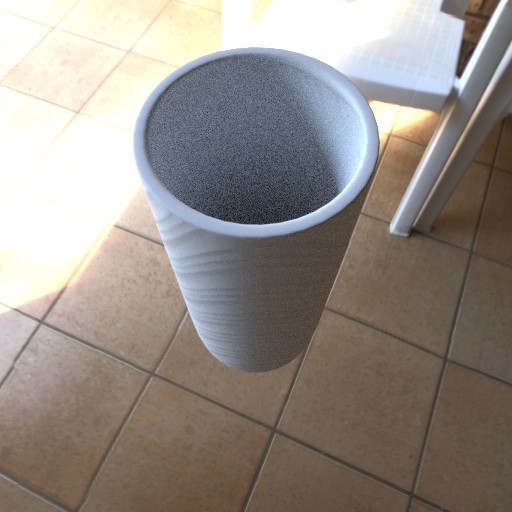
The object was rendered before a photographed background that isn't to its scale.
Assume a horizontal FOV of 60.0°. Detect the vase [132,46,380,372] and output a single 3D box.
[{"bbox_3d":[0.000,0.000,0.388,0.143,0.316,0.143,0,64,0],"label":"vase"}]
